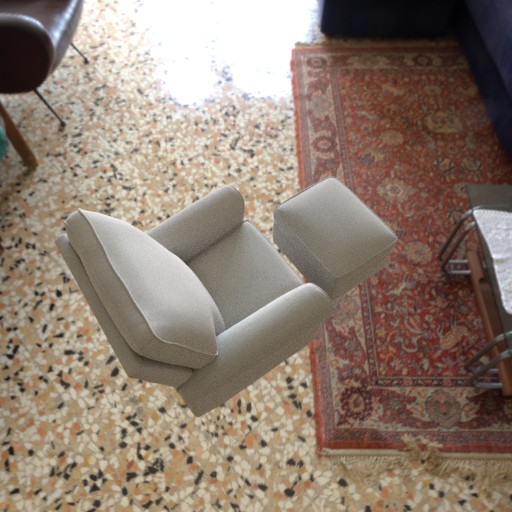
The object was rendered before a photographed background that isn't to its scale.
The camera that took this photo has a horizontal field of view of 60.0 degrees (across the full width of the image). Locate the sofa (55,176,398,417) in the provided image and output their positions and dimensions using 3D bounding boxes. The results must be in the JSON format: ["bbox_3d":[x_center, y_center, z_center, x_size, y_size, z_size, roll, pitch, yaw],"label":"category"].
[{"bbox_3d":[0.000,0.000,2.117,1.478,0.959,0.880,-30,62,-18],"label":"sofa"}]
